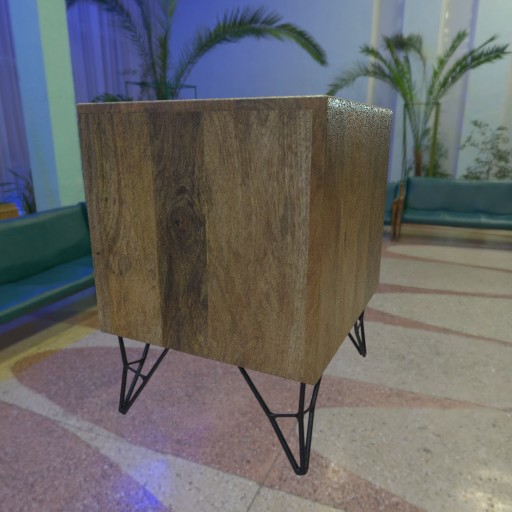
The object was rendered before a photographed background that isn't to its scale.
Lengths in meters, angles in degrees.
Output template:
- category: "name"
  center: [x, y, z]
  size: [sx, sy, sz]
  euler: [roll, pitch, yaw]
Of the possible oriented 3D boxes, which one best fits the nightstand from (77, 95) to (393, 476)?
- category: "nightstand"
  center: [0.000, 0.000, 0.877]
  size: [0.406, 0.559, 0.457]
  euler: [8, 17, 25]
